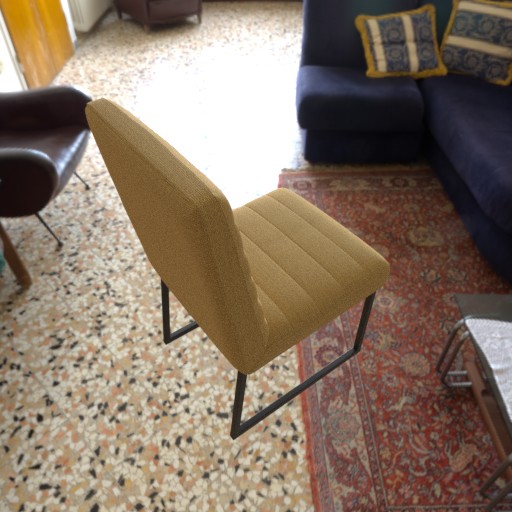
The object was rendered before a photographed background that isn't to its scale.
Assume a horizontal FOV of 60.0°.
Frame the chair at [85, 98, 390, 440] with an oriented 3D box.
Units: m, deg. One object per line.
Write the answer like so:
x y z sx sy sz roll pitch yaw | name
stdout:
0.000 0.000 1.301 0.634 0.930 0.520 -27 49 -26 | chair
